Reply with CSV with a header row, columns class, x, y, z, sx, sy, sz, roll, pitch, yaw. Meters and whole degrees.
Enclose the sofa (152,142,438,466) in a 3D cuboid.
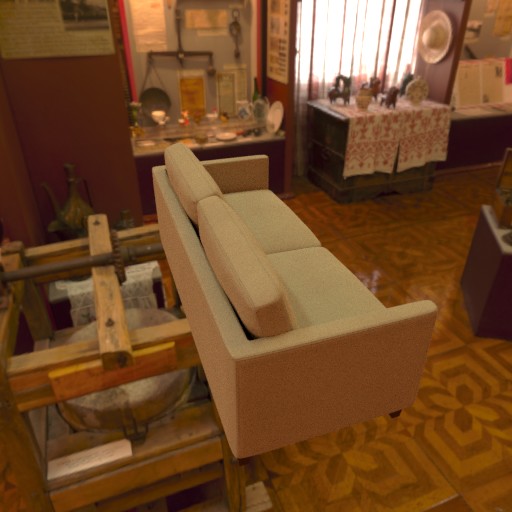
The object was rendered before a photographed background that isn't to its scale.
class,x,y,z,sx,sy,sz,roll,pitch,yaw
sofa,0.000,0.000,2.736,0.948,0.932,2.181,-10,32,-16
